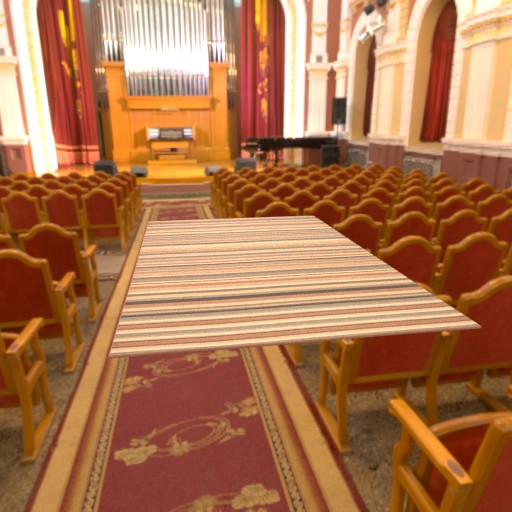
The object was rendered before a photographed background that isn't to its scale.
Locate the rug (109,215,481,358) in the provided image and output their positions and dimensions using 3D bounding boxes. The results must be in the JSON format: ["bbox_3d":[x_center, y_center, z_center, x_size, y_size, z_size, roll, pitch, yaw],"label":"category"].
[{"bbox_3d":[0.000,0.000,2.909,1.523,0.014,2.438,-3,17,-9],"label":"rug"}]
